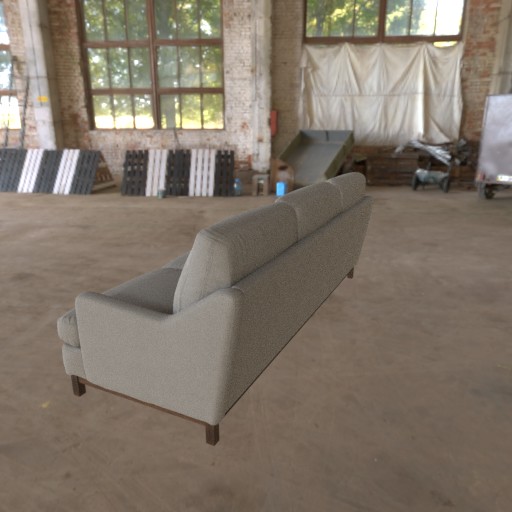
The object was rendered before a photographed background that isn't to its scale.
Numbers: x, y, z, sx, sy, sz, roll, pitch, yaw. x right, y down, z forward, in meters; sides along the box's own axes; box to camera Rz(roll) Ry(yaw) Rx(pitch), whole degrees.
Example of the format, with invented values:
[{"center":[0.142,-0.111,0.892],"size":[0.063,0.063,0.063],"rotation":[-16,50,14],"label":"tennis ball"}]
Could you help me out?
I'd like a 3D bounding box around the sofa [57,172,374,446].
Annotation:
[{"center":[0.000,0.000,2.847],"size":[0.987,0.926,2.344],"rotation":[8,19,25],"label":"sofa"}]
